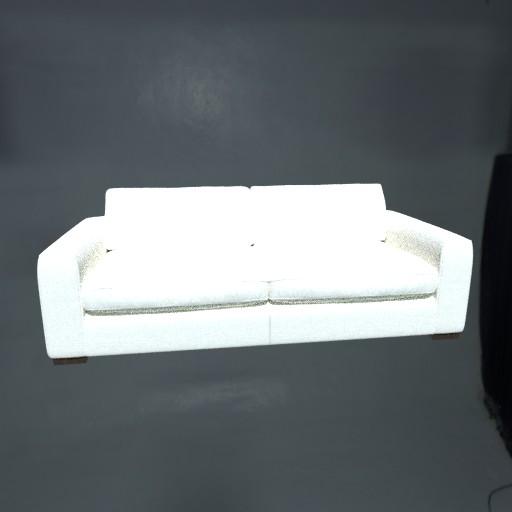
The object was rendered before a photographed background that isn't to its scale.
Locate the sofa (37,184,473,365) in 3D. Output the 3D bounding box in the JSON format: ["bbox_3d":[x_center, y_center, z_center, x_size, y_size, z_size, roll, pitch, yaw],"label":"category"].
[{"bbox_3d":[0.000,0.000,2.748,2.262,0.801,1.070,-2,15,-8],"label":"sofa"}]
